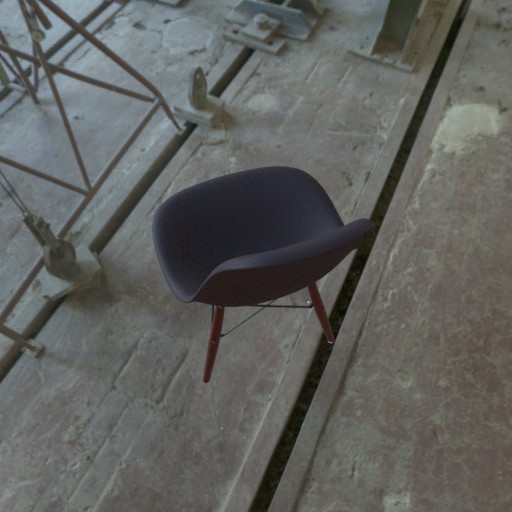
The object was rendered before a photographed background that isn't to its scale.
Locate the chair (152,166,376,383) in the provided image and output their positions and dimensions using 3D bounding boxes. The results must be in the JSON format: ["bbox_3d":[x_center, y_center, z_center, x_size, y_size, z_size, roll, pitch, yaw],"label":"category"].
[{"bbox_3d":[0.000,0.000,1.127,0.470,0.826,0.533,-17,60,-10],"label":"chair"}]
